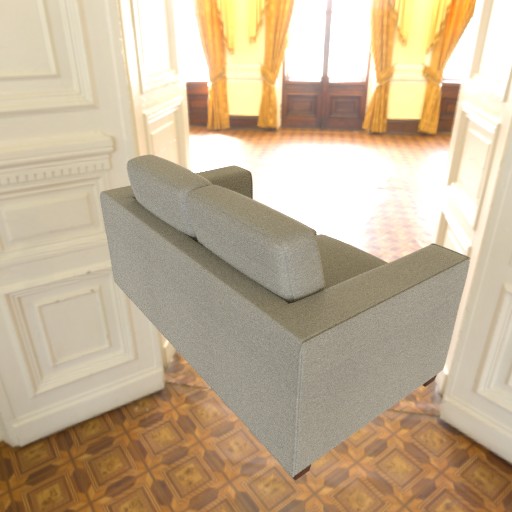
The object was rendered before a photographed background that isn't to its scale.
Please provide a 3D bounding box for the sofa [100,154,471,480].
[{"bbox_3d":[0.000,0.000,2.380,1.007,0.924,1.812,-19,33,-32],"label":"sofa"}]
